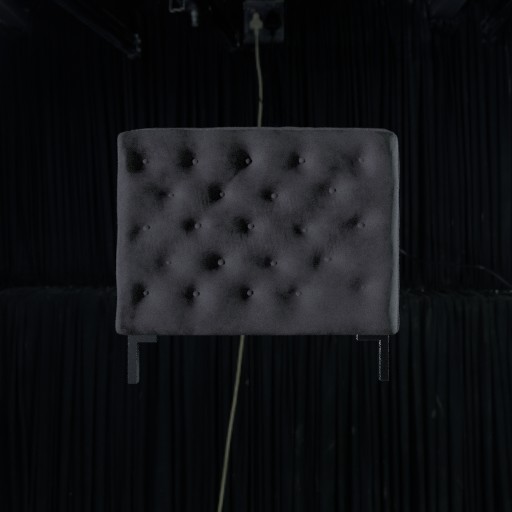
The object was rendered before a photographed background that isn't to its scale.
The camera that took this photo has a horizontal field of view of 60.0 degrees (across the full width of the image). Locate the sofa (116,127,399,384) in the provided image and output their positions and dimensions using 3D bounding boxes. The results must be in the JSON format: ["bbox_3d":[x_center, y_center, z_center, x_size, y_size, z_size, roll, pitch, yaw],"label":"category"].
[{"bbox_3d":[0.000,0.000,2.133,0.909,0.810,1.583,0,-1,-1],"label":"sofa"}]
